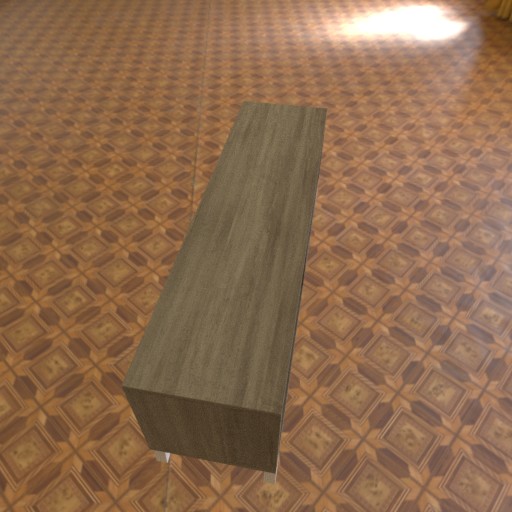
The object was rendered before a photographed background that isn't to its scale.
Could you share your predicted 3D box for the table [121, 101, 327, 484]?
[{"bbox_3d":[0.000,0.000,1.772,0.400,0.530,1.500,8,47,7],"label":"table"}]
